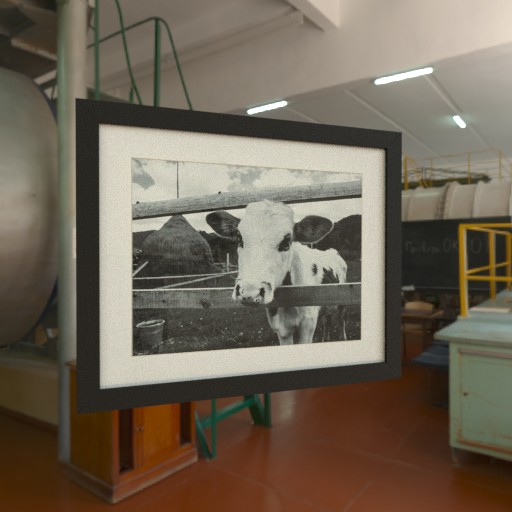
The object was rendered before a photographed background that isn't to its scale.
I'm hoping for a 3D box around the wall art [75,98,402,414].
[{"bbox_3d":[0.000,0.000,0.538,0.404,0.329,0.024,0,1,-19],"label":"wall art"}]
